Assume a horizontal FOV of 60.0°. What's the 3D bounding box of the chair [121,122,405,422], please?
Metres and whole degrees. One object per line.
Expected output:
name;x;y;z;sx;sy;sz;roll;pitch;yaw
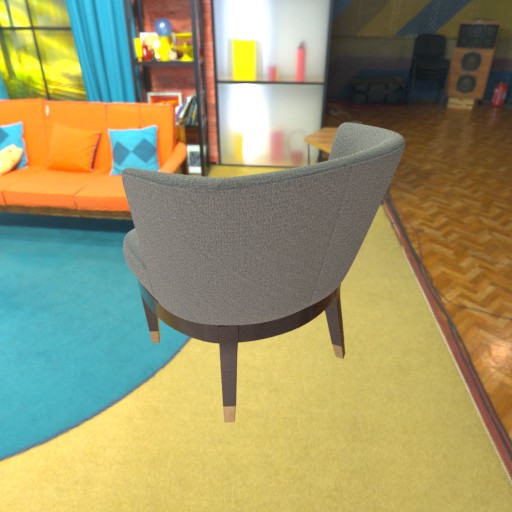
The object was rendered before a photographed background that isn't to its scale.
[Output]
chair;0.000;0.000;1.304;0.700;0.760;0.660;-20;36;-30
